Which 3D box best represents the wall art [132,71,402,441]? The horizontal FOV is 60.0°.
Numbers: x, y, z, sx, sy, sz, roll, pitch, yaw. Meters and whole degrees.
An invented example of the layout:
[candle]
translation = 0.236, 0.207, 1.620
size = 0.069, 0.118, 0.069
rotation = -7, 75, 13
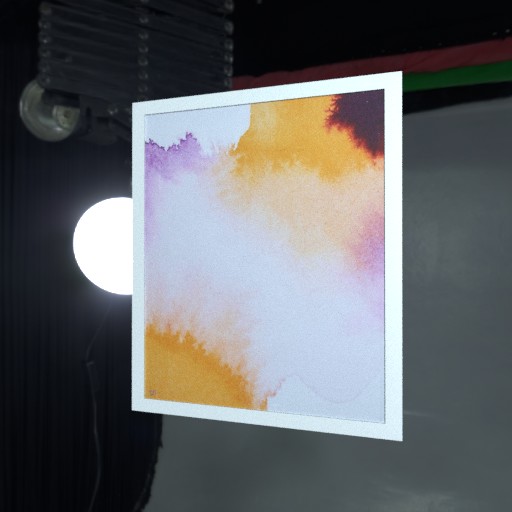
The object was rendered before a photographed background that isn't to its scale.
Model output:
[wall art]
translation = 0.000, 0.000, 0.609
size = 0.382, 0.456, 0.013
rotation = 0, 0, 17
